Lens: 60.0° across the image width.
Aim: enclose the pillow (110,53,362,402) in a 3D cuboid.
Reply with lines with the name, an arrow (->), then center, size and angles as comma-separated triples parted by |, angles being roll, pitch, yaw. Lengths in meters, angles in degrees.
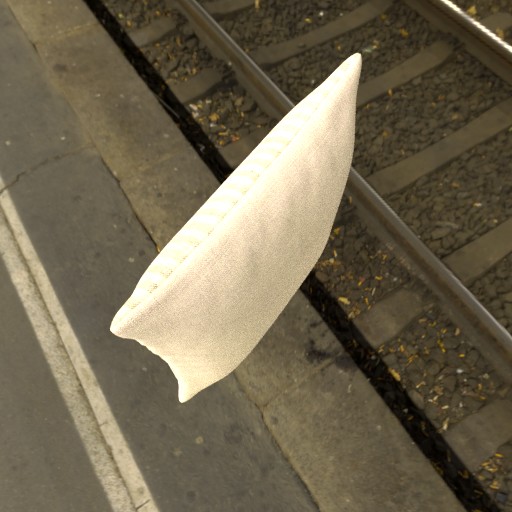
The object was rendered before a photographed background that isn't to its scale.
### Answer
pillow -> 0.000, 0.000, 0.778 | 0.166, 0.510, 0.523 | 33, 67, 15
